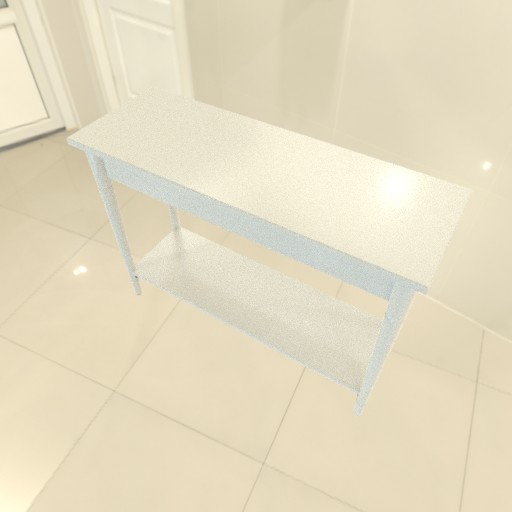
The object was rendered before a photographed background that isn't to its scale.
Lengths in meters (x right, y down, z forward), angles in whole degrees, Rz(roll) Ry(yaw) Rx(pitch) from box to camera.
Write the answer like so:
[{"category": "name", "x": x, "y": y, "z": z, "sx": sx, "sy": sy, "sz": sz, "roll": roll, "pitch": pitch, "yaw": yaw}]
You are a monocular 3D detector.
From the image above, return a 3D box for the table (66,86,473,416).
[{"category": "table", "x": 0.000, "y": 0.000, "z": 1.480, "sx": 1.067, "sy": 0.749, "sz": 0.381, "roll": 24, "pitch": 51, "yaw": 21}]
